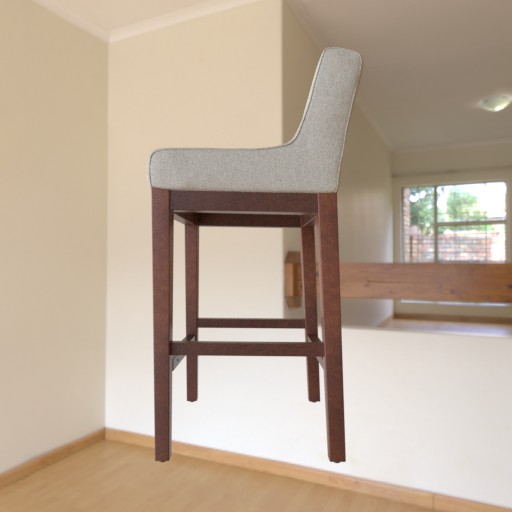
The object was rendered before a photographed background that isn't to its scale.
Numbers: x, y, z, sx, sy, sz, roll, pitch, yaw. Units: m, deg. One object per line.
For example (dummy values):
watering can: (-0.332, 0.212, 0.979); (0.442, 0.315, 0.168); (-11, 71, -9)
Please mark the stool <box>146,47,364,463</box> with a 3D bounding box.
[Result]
stool: (0.000, 0.000, 1.230); (0.500, 0.937, 0.511); (0, -1, 1)
